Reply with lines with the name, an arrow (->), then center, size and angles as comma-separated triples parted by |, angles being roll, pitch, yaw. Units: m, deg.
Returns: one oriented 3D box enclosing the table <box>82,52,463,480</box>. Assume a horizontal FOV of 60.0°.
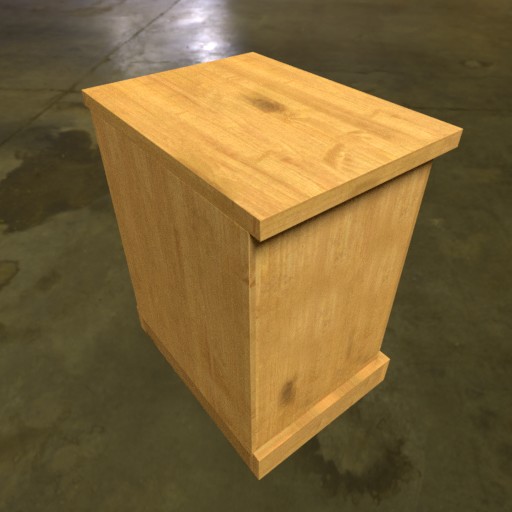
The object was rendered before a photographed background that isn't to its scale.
table -> 0.000, 0.000, 1.192 | 0.500, 0.813, 0.660 | -26, 46, -28
